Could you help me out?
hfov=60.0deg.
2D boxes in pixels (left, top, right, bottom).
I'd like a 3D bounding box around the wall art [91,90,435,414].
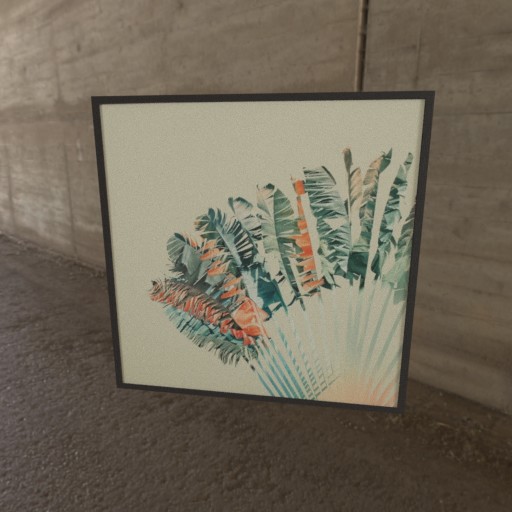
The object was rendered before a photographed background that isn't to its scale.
[{"bbox_3d":[0.000,0.000,0.440,0.302,0.300,0.036,2,15,9],"label":"wall art"}]
